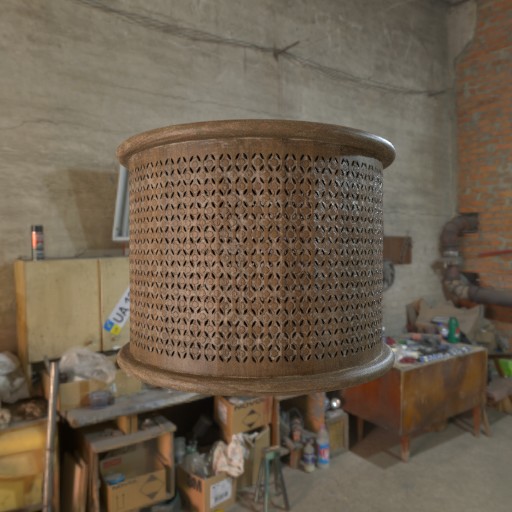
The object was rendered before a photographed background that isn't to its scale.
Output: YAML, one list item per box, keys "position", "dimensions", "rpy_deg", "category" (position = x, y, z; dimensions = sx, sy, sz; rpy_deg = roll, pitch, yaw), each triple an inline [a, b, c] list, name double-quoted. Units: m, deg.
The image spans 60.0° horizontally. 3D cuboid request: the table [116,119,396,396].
- position: [0.000, 0.000, 1.011]
  dimensions: [0.607, 0.450, 0.607]
  rpy_deg: [0, 1, 0]
  category: "table"
